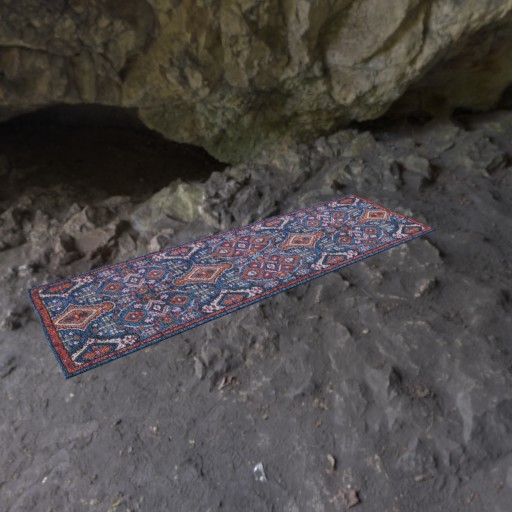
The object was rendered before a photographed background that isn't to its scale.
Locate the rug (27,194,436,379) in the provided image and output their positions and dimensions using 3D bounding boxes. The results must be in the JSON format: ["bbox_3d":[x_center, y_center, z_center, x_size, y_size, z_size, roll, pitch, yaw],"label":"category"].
[{"bbox_3d":[0.000,0.000,2.702,2.459,0.010,0.801,-19,34,-30],"label":"rug"}]
